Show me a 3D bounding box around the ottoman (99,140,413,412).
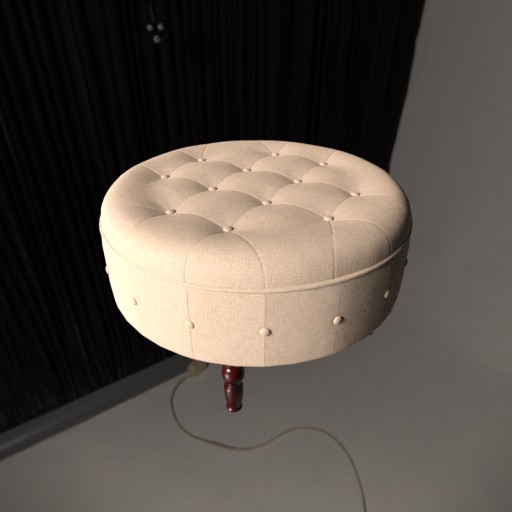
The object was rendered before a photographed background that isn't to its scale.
[{"bbox_3d":[0.000,0.000,1.340,0.848,0.494,0.848,0,31,0],"label":"ottoman"}]
